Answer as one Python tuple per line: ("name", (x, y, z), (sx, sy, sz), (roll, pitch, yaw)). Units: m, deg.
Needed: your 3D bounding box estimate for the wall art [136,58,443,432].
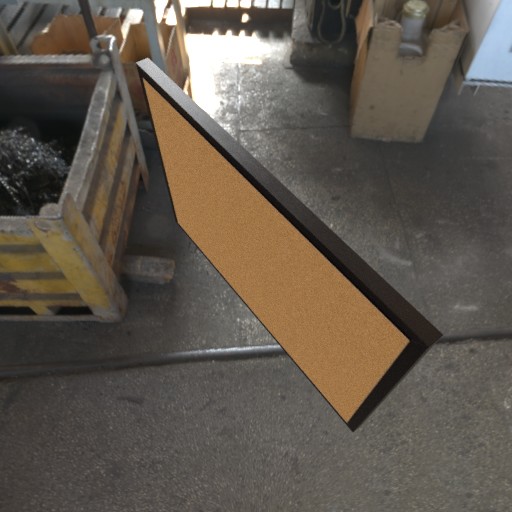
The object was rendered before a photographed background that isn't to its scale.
("wall art", (0.000, 0.000, 0.827), (0.027, 0.458, 0.657), (-33, 63, -19))
